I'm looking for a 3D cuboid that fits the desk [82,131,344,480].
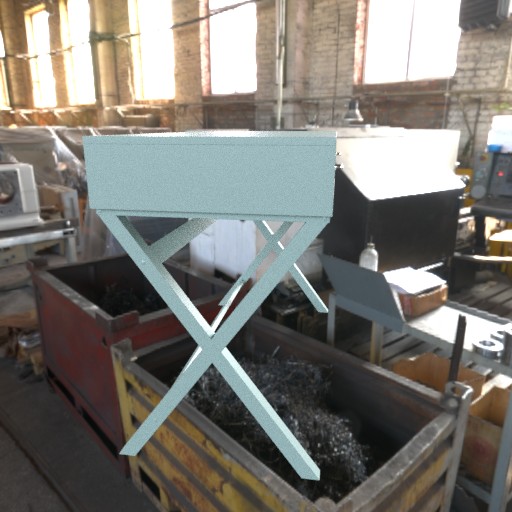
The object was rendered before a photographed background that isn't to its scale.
[{"bbox_3d":[0.000,0.000,1.457,0.525,0.780,1.057,3,17,10],"label":"desk"}]
